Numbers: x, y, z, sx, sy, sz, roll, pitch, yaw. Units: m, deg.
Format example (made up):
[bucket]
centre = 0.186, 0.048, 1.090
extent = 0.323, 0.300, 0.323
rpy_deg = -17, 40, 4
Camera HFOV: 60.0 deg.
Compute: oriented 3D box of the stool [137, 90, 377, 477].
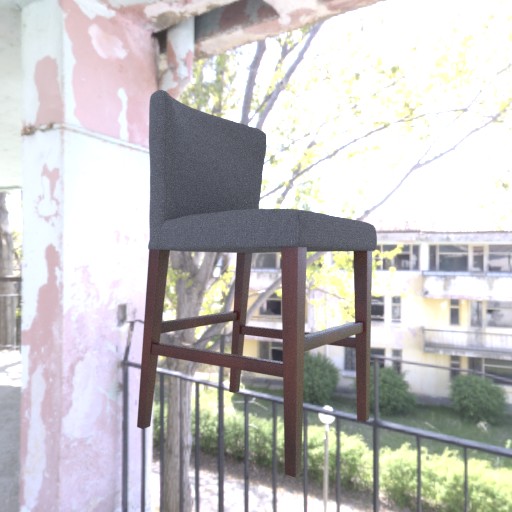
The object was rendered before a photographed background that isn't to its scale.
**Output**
[stool]
centre = 0.000, 0.000, 1.289
extent = 0.568, 0.968, 0.479
rpy_deg = -1, -1, 35
